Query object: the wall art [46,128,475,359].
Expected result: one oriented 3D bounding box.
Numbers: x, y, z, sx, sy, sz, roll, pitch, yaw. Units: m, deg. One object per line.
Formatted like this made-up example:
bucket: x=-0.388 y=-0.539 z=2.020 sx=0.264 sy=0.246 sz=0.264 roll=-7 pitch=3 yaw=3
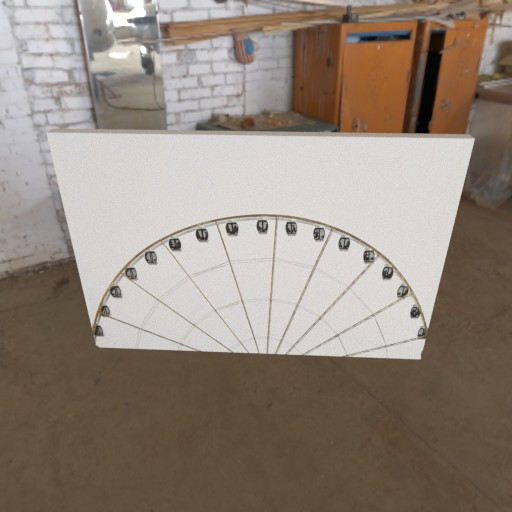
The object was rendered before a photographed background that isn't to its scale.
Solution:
wall art: x=0.000 y=0.000 z=1.091 sx=0.898 sy=0.601 sz=0.038 roll=2 pitch=30 yaw=3
